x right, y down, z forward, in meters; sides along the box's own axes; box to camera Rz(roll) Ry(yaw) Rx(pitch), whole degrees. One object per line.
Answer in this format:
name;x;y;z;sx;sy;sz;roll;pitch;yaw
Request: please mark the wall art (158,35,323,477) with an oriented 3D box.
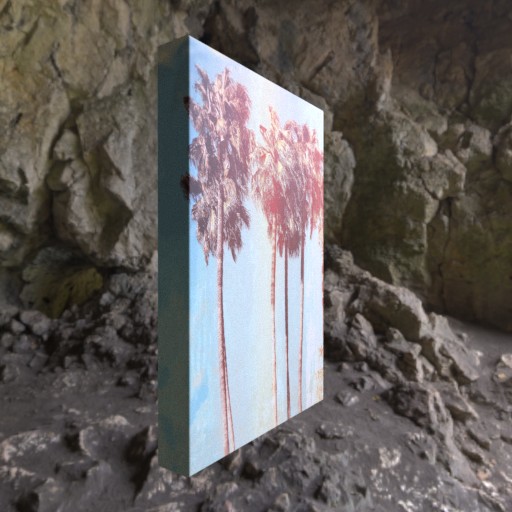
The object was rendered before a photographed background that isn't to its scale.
wall art;0.000;0.000;0.491;0.039;0.380;0.251;0;0;36
